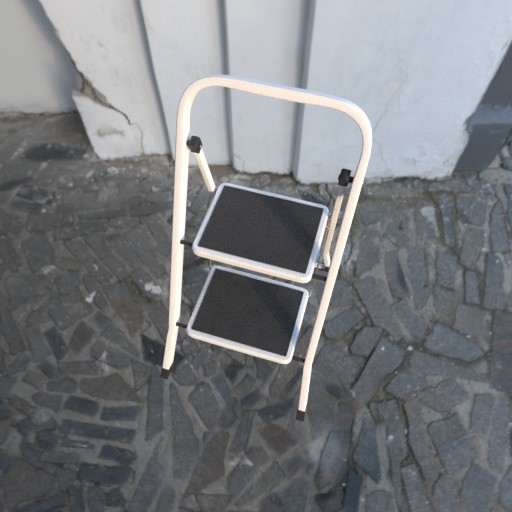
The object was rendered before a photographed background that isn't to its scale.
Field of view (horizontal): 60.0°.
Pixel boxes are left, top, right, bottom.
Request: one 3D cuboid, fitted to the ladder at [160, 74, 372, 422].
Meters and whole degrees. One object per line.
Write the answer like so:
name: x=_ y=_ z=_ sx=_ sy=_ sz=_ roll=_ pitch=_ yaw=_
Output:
ladder: x=0.000 y=0.000 z=1.141 sx=0.460 sy=0.810 sz=0.544 roll=14 pitch=59 yaw=9
